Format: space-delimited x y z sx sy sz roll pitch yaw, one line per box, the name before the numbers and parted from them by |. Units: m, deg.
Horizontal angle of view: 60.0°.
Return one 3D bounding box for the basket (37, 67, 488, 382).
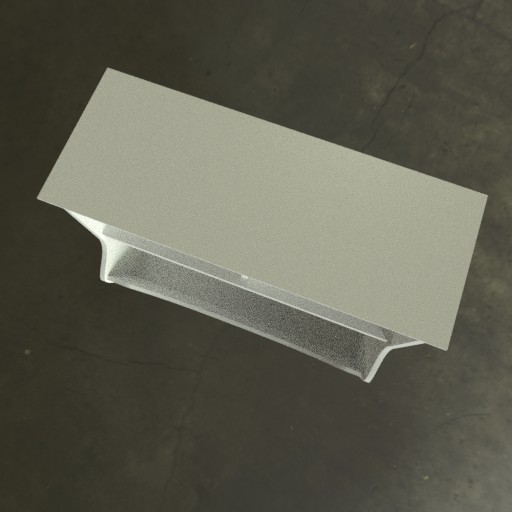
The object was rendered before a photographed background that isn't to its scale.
basket | 0.000 0.000 1.128 0.792 0.625 0.376 20 76 5
